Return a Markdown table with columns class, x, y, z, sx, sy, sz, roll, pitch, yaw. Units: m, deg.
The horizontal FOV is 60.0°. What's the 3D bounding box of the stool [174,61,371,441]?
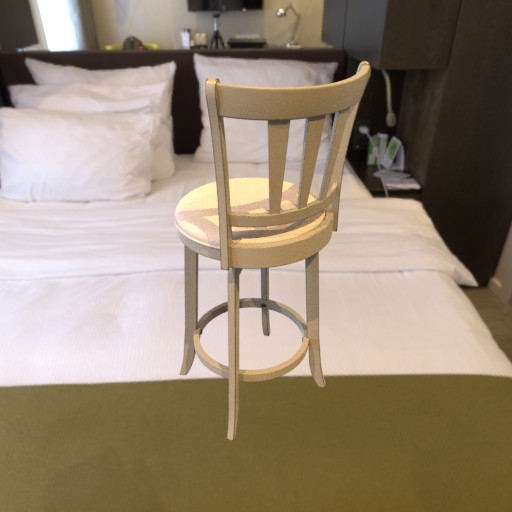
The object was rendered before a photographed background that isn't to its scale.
| class | x | y | z | sx | sy | sz | roll | pitch | yaw |
| --- | --- | --- | --- | --- | --- | --- | --- | --- | --- |
| stool | 0.000 | 0.000 | 1.287 | 0.436 | 1.042 | 0.475 | -19 | 36 | -29 |
